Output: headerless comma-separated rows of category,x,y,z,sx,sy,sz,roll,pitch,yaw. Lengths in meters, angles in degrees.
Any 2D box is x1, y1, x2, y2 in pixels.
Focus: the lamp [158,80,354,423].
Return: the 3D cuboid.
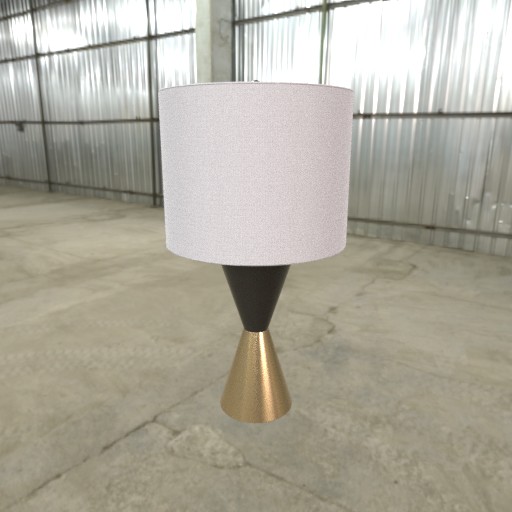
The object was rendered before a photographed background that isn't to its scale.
lamp,0.000,0.000,0.772,0.304,0.573,0.304,-7,17,-25
